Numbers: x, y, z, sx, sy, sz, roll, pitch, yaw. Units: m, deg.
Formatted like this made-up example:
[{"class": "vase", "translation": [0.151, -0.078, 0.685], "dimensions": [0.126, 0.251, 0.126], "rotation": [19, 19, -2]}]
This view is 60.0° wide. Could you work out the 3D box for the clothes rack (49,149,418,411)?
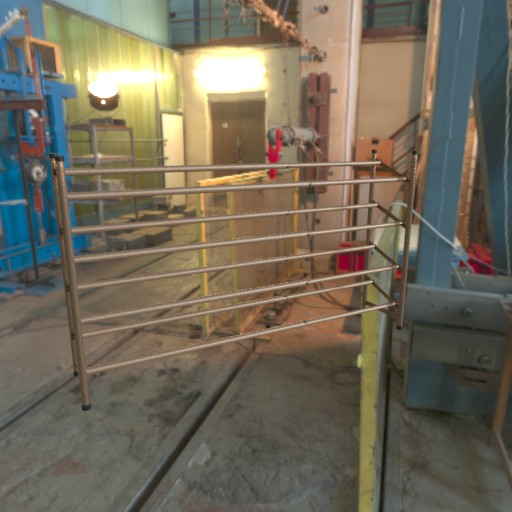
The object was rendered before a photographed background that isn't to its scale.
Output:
[{"class": "clothes rack", "translation": [0.000, 0.000, 1.463], "dimensions": [1.168, 0.672, 0.229], "rotation": [-7, 16, -27]}]
